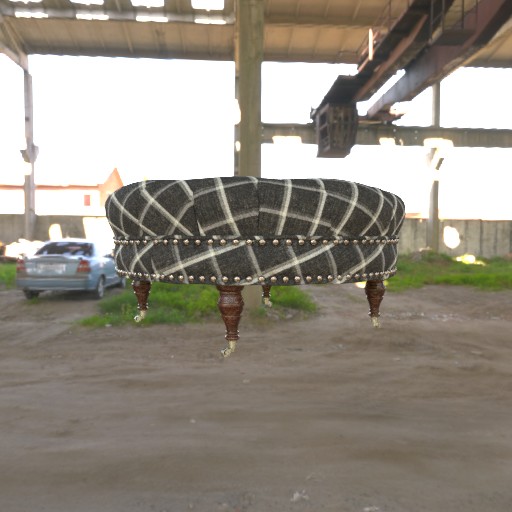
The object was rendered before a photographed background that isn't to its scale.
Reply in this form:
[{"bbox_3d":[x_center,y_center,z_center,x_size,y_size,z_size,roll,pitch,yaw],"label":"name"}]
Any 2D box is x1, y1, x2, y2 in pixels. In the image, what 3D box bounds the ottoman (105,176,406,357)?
[{"bbox_3d":[0.000,0.000,1.400,0.901,0.439,0.901,0,2,0],"label":"ottoman"}]
